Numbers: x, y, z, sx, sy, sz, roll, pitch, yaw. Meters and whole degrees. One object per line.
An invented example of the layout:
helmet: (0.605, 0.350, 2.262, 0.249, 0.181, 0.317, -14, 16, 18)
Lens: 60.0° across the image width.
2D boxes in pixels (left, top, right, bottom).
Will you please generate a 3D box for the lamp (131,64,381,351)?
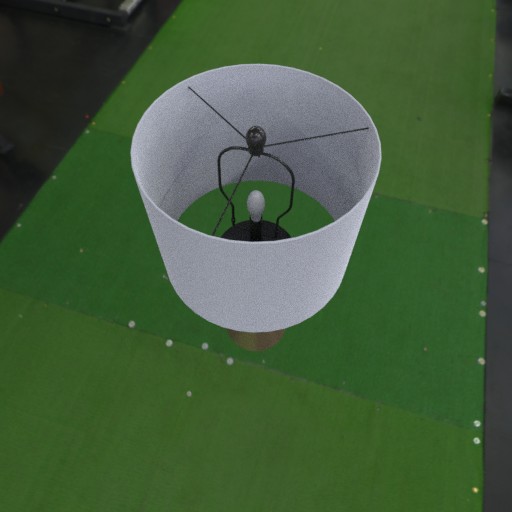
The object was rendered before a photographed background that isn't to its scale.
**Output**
lamp: (0.000, 0.000, 0.769, 0.304, 0.573, 0.304, 17, 60, 10)
